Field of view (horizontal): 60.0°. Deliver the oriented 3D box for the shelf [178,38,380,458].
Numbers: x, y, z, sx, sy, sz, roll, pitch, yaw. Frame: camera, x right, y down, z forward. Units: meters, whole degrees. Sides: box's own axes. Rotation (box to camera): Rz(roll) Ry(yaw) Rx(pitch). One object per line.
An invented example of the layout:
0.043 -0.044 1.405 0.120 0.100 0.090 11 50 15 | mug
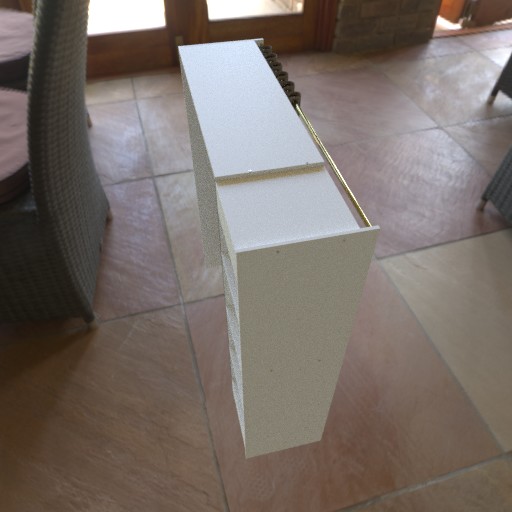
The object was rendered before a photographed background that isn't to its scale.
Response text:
0.000 0.000 2.597 0.500 1.820 1.600 -10 48 -9 | shelf
